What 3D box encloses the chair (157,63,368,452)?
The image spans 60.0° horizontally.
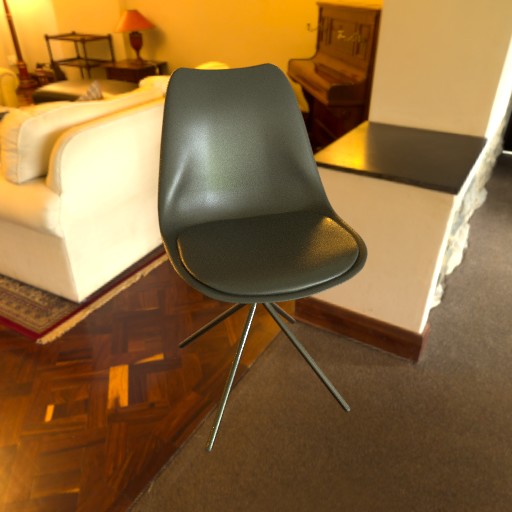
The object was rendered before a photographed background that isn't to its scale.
[{"bbox_3d":[0.000,0.000,1.146,0.461,0.850,0.525,-10,33,-16],"label":"chair"}]
